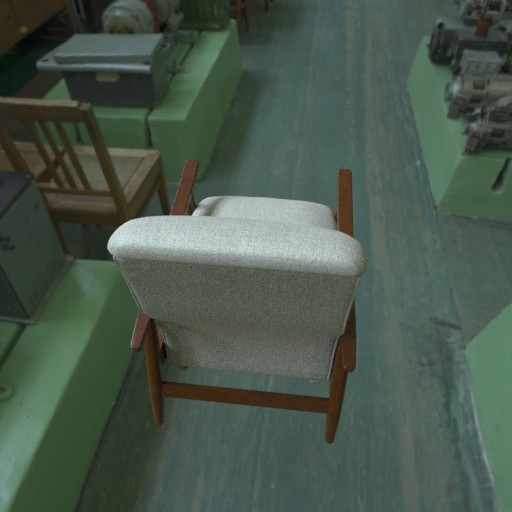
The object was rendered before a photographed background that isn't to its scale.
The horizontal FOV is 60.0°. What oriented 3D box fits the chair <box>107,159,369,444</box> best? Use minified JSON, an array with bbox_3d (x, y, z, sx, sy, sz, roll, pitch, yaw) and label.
[{"bbox_3d":[0.000,0.000,1.752,0.762,1.082,1.014,4,46,4],"label":"chair"}]
